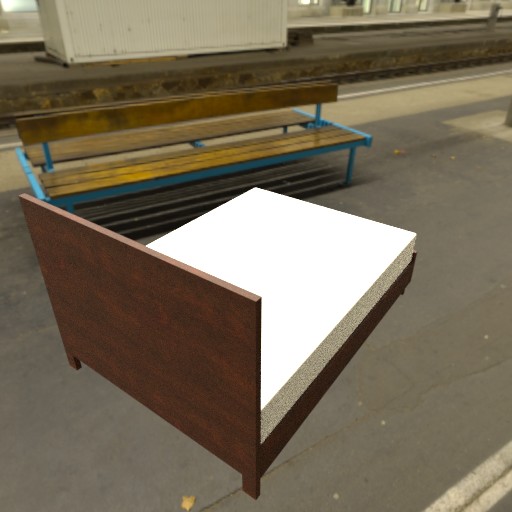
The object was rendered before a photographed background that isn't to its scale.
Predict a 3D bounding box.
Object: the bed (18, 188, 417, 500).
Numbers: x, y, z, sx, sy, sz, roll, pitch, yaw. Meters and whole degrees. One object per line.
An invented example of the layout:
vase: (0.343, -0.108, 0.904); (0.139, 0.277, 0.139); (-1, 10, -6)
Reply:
bed: (0.000, 0.000, 3.087); (1.600, 1.270, 2.184); (21, 37, 30)
